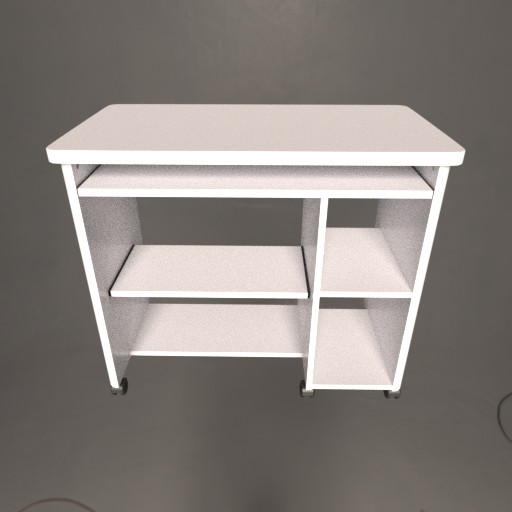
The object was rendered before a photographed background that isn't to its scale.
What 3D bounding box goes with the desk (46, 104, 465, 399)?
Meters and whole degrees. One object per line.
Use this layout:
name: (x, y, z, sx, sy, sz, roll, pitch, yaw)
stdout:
desk: (0.000, 0.000, 1.297, 0.877, 0.763, 0.475, 0, 30, 1)
